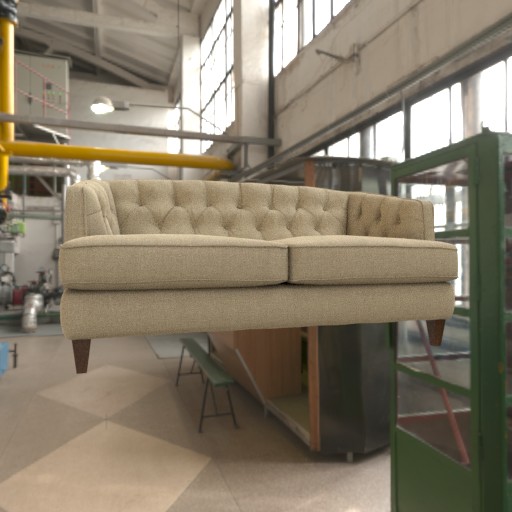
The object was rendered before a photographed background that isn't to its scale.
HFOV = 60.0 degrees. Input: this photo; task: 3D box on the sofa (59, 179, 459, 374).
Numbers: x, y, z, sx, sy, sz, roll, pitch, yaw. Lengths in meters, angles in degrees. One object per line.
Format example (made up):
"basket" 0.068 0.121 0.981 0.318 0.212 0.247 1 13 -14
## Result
"sofa" 0.000 0.000 2.217 1.733 0.855 0.941 0 0 -18
